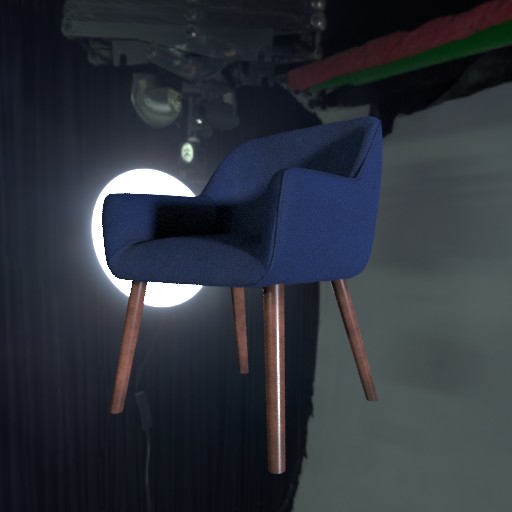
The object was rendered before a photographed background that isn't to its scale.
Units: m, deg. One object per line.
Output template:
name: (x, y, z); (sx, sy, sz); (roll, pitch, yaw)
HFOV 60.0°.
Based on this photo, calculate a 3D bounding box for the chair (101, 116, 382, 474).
chair: (0.000, 0.000, 1.222); (0.600, 0.820, 0.600); (0, 0, 38)
